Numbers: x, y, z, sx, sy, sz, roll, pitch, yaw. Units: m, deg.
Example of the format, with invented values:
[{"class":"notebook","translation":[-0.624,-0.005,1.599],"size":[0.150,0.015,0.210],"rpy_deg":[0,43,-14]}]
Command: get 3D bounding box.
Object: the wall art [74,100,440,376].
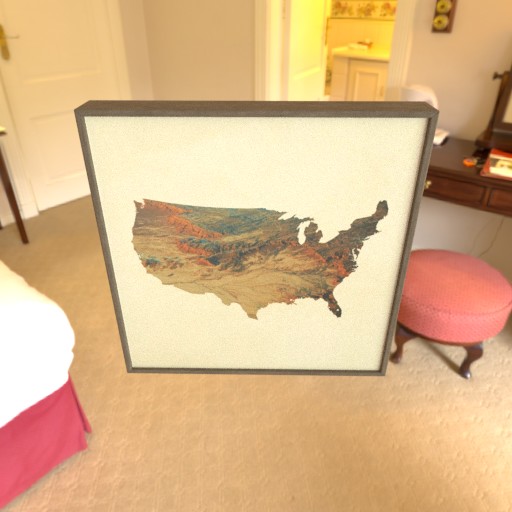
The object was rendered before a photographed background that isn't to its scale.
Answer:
[{"class":"wall art","translation":[0.000,0.000,0.459],"size":[0.303,0.302,0.038],"rpy_deg":[1,31,1]}]
